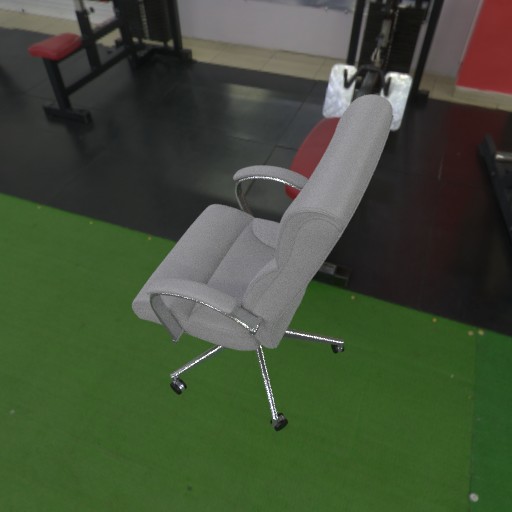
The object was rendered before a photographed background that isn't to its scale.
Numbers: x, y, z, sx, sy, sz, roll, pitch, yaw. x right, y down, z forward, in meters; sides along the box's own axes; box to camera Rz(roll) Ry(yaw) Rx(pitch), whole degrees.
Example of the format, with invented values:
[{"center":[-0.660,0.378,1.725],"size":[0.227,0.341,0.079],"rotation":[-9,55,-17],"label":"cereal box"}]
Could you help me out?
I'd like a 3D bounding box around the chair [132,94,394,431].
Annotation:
[{"center":[0.000,0.000,1.570],"size":[0.745,1.099,0.727],"rotation":[17,49,16],"label":"chair"}]
